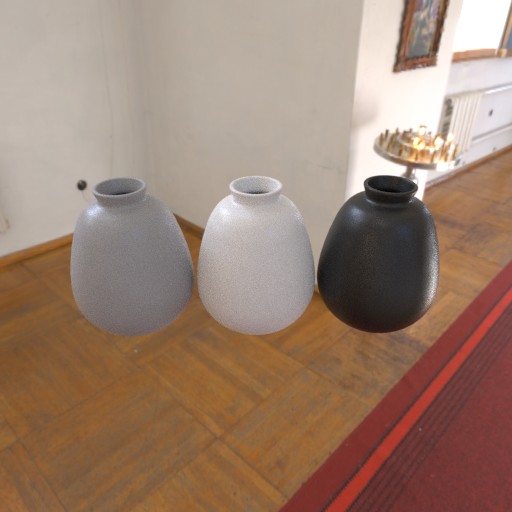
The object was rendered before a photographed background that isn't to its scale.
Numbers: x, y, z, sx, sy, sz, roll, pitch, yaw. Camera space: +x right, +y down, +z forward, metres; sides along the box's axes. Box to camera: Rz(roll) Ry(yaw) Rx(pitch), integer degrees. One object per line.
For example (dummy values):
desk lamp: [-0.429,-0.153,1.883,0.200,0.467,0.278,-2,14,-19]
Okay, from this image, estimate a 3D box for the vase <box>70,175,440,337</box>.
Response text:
vase: [0.000,0.000,0.358,0.297,0.122,0.097,-1,31,-1]
